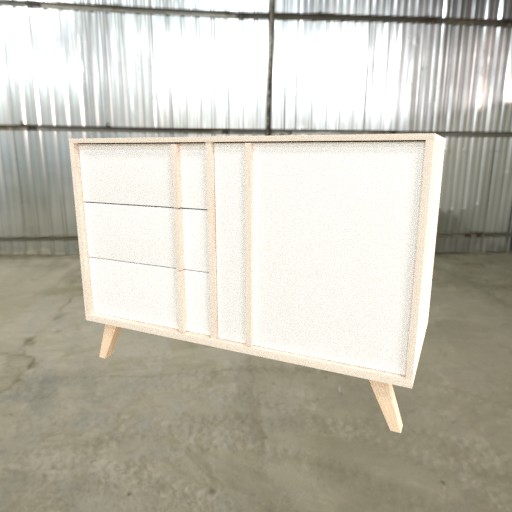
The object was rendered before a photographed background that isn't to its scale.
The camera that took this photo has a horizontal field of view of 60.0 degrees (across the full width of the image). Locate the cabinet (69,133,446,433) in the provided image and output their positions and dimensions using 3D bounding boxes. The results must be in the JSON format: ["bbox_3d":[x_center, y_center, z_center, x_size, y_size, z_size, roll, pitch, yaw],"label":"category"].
[{"bbox_3d":[0.000,0.000,1.522,1.110,0.780,0.500,6,15,24],"label":"cabinet"}]
